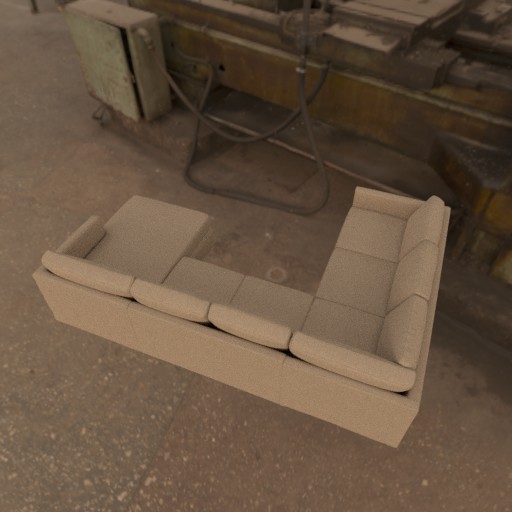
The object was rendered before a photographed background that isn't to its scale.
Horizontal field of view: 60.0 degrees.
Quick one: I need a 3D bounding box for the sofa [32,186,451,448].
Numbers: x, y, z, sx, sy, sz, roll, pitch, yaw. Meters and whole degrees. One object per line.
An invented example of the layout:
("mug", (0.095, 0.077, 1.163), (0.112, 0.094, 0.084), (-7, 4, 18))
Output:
("sofa", (0.000, 0.000, 4.514), (3.460, 0.882, 2.427), (16, 48, 15))
